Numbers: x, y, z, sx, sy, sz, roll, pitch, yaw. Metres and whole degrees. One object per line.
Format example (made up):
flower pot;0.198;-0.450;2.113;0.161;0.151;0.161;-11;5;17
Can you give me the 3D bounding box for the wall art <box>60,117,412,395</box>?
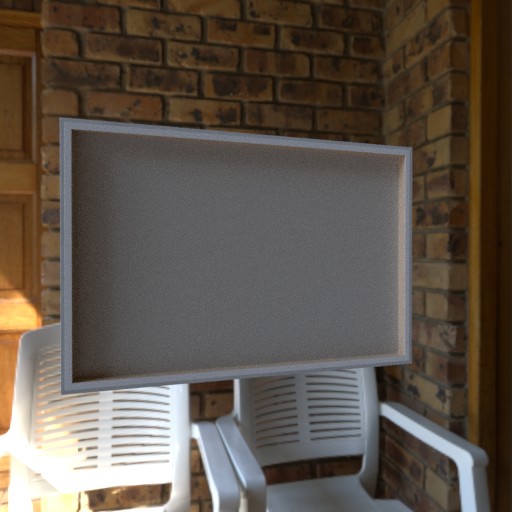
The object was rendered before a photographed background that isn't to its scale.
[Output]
wall art;0.000;0.000;1.132;0.915;0.610;0.038;0;0;-18
